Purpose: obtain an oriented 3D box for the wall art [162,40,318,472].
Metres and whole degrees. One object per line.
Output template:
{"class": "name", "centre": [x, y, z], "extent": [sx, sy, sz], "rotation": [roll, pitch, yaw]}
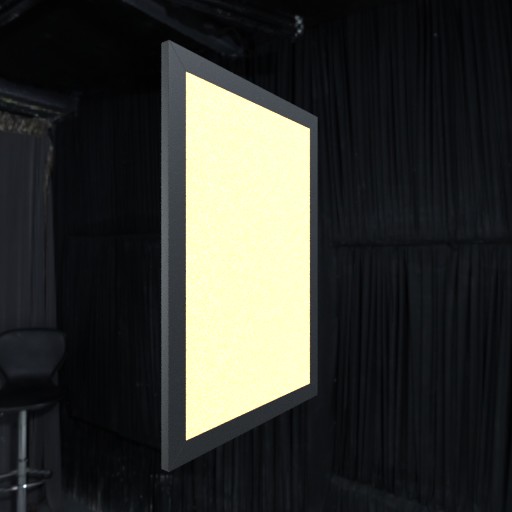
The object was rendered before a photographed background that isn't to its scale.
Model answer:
{"class": "wall art", "centre": [0.000, 0.000, 0.605], "extent": [0.011, 0.459, 0.326], "rotation": [0, 0, 37]}
